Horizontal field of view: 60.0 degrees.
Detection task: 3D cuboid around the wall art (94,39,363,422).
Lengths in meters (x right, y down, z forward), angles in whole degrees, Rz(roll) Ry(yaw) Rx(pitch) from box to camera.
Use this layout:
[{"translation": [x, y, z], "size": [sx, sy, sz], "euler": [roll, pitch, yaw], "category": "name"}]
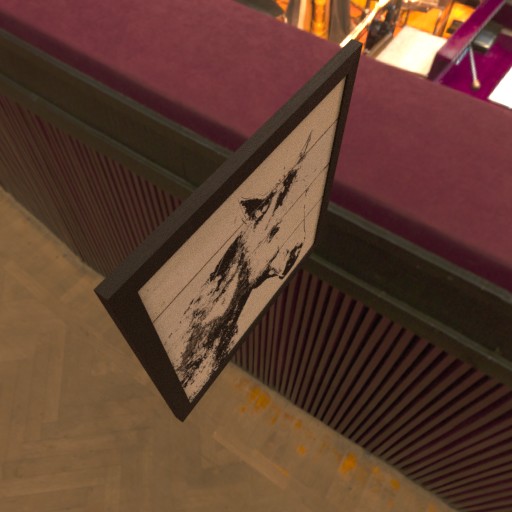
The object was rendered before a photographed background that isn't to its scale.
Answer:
[{"translation": [0.000, 0.000, 1.486], "size": [0.038, 1.016, 1.016], "euler": [31, 62, 18], "category": "wall art"}]
